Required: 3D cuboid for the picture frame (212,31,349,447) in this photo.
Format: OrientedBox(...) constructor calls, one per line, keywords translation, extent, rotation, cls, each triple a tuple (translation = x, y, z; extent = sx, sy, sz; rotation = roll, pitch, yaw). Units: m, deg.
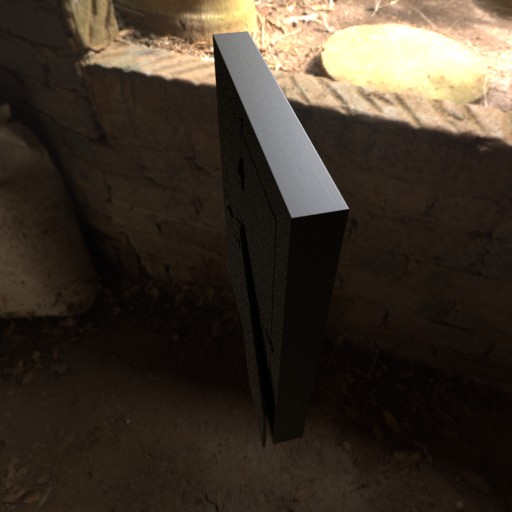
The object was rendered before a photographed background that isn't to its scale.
OrientedBox(translation=(0.000, 0.000, 0.277), extent=(0.028, 0.208, 0.157), rotation=(-10, 48, -9), cls="picture frame")
